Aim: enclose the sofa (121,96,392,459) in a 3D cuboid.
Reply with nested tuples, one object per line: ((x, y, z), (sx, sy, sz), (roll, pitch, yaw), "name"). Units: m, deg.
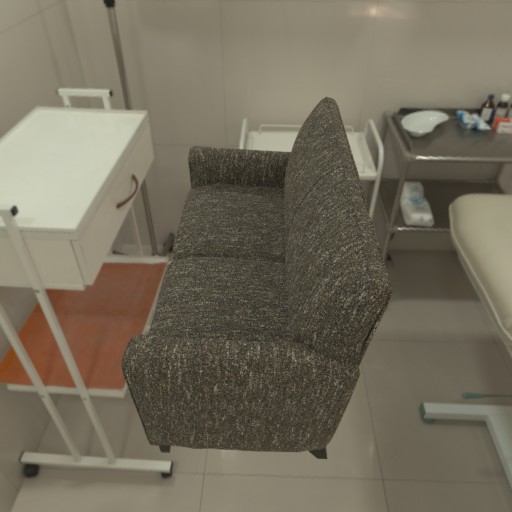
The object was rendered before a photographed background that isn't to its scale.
((0.000, 0.000, 2.023), (0.801, 0.946, 1.519), (1, 40, 1), "sofa")
